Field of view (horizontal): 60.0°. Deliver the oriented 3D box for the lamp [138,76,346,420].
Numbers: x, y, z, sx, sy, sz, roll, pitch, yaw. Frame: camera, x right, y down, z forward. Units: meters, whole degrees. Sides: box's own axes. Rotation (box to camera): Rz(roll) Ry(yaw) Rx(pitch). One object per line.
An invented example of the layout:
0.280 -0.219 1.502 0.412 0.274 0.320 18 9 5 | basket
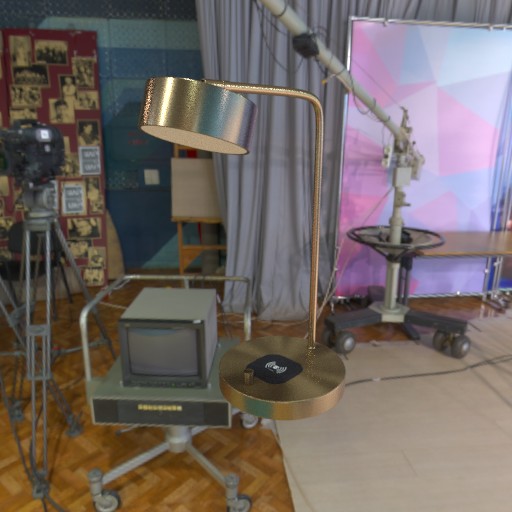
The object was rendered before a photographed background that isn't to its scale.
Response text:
0.000 0.000 0.521 0.171 0.380 0.270 16 23 43 | lamp
